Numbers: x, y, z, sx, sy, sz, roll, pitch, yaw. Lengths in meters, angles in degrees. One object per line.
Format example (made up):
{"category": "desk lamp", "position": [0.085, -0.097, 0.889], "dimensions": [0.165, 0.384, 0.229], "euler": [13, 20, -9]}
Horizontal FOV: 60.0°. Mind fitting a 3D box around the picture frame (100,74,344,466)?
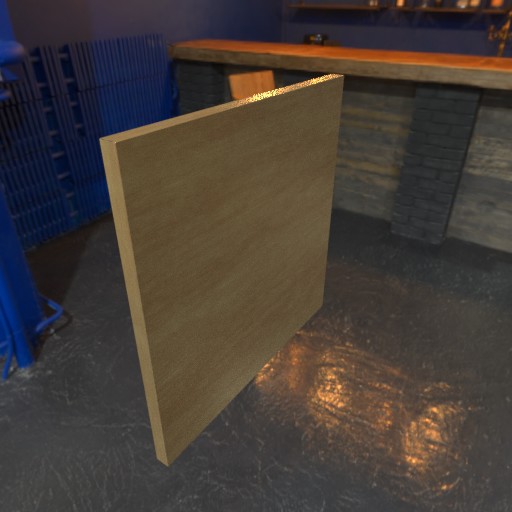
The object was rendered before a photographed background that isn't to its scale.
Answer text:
{"category": "picture frame", "position": [0.000, 0.000, 1.112], "dimensions": [0.037, 0.761, 0.758], "euler": [20, 36, 30]}
